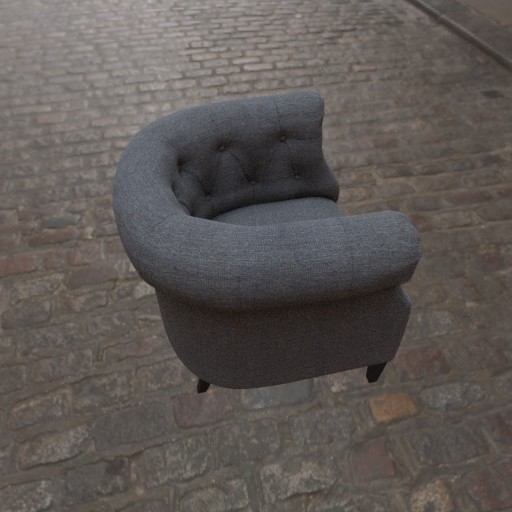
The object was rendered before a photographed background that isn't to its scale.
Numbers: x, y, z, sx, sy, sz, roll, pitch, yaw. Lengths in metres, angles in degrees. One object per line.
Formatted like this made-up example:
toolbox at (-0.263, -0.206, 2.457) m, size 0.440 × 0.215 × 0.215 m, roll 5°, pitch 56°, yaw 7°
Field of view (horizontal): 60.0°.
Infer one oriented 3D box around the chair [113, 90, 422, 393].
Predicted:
chair at (0.000, 0.000, 1.578) m, size 0.852 × 0.827 × 0.905 m, roll -9°, pitch 46°, yaw -9°
